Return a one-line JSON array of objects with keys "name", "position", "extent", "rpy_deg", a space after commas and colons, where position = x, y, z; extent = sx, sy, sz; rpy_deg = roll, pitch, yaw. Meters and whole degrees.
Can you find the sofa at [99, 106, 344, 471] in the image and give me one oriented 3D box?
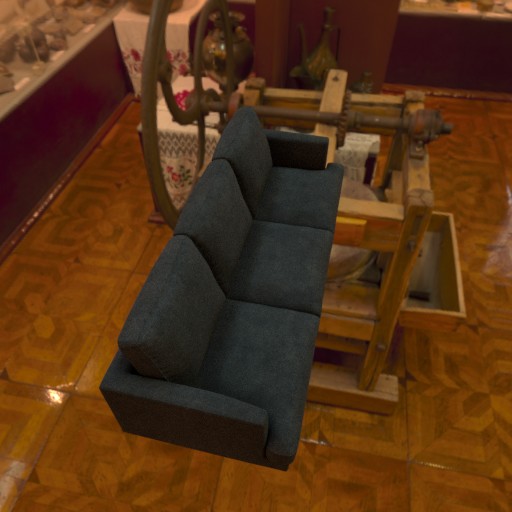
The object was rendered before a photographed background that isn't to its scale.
[{"name": "sofa", "position": [0.000, 0.000, 2.746], "extent": [0.903, 0.930, 2.246], "rpy_deg": [10, 48, 9]}]
